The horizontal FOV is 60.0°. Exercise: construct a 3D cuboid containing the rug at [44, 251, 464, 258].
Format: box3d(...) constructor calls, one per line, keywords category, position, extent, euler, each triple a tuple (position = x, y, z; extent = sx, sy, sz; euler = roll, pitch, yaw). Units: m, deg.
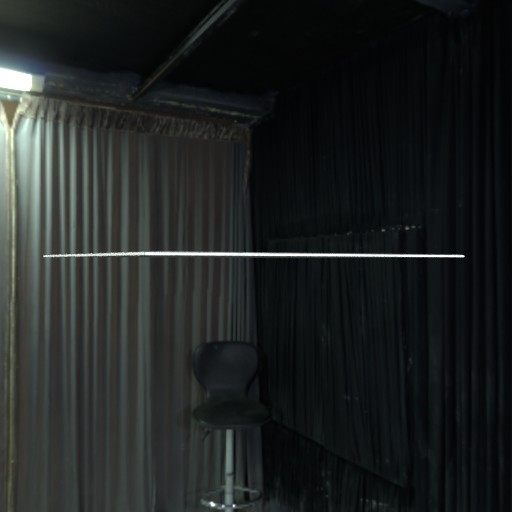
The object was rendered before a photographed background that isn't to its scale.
box3d(category="rug", position=(0.000, 0.000, 2.862), extent=(2.202, 0.014, 1.598), euler=(0, -1, -37))
